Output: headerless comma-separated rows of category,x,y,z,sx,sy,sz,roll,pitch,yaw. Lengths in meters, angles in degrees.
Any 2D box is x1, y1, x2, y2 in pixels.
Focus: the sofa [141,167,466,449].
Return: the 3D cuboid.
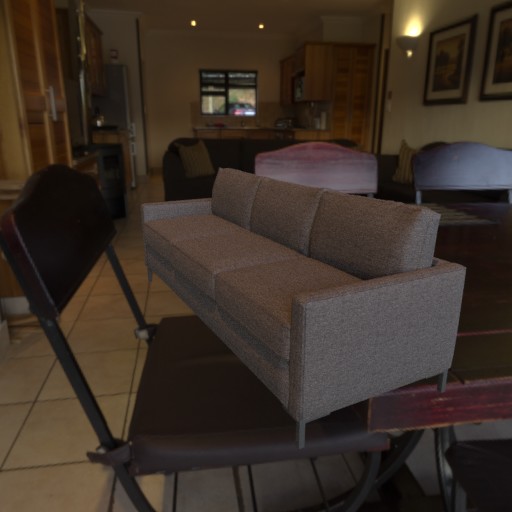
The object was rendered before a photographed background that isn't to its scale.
sofa,0.000,0.000,2.690,0.876,0.882,2.253,-9,19,-27
